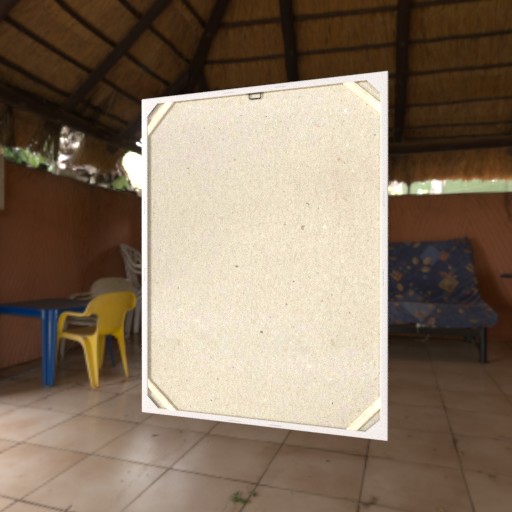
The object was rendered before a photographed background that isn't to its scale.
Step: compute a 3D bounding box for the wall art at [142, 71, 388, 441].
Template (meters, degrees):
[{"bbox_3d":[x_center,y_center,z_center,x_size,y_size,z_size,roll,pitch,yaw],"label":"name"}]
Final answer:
[{"bbox_3d":[0.000,0.000,1.602,0.914,1.212,0.038,0,0,17],"label":"wall art"}]
